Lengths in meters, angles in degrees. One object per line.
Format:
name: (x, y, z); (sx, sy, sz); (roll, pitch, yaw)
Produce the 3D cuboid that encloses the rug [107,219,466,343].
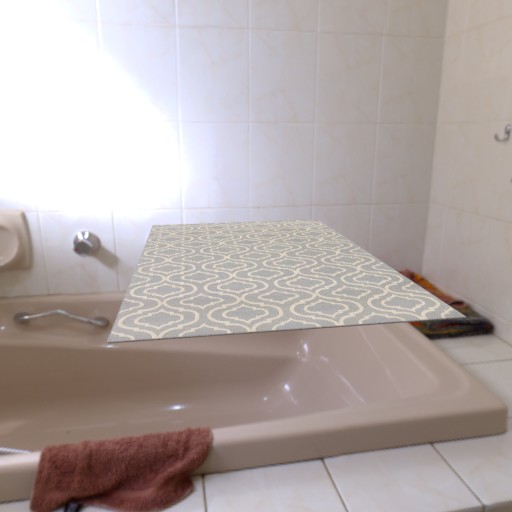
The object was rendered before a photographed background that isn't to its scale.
rug: (0.000, 0.000, 2.209); (1.141, 0.015, 1.749); (-2, 15, -8)
